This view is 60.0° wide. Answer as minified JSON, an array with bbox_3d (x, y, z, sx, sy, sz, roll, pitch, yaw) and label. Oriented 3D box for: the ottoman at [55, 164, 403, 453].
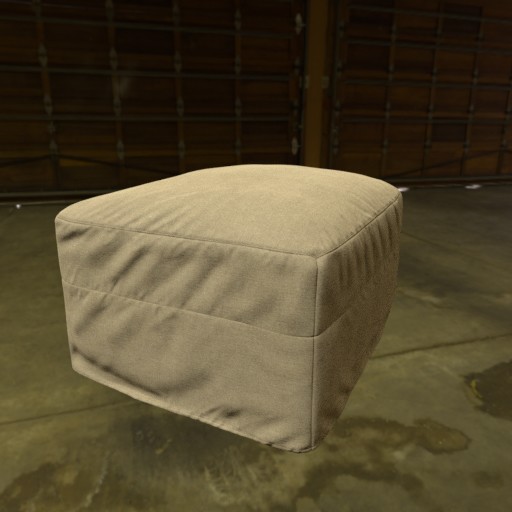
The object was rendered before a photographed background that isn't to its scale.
[{"bbox_3d":[0.000,0.000,1.235,0.683,0.481,0.837,8,18,26],"label":"ottoman"}]
